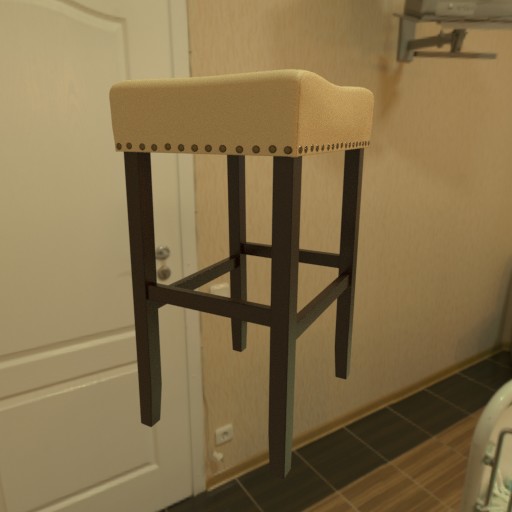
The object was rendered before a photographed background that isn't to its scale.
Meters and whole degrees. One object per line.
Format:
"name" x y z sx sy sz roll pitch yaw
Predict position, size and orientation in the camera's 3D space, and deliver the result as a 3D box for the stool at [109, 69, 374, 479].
"stool" 0.000 0.000 1.050 0.401 0.762 0.471 8 18 27
